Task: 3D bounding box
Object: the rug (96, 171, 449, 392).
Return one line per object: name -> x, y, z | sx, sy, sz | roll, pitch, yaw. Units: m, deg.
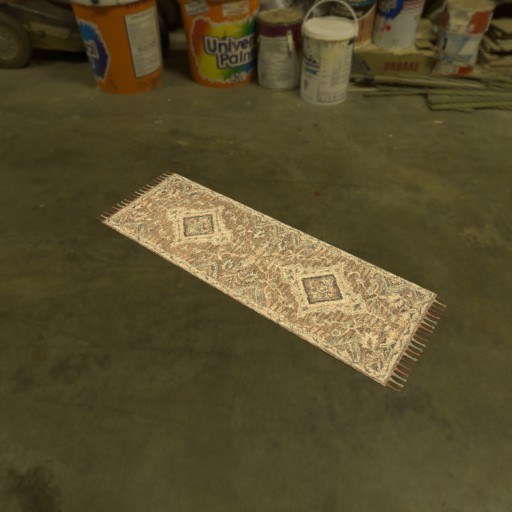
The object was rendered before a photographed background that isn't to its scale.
rug -> 0.000, 0.000, 2.864 | 1.324, 0.018, 2.378 | -29, 52, -26
